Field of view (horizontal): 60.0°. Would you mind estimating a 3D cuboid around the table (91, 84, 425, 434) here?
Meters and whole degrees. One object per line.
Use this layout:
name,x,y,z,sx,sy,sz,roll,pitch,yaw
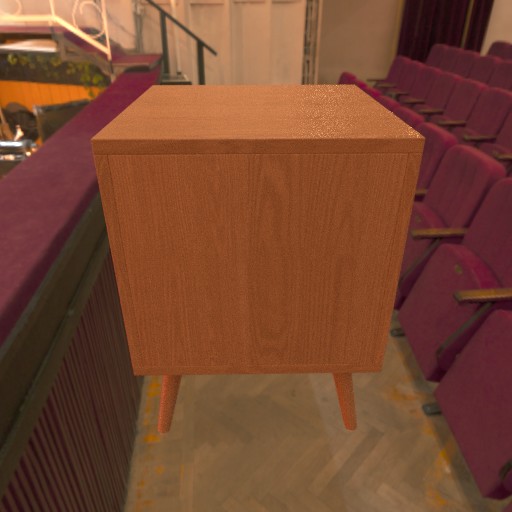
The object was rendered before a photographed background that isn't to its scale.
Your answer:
table,0.000,0.000,0.838,0.400,0.550,0.400,-1,30,-1
